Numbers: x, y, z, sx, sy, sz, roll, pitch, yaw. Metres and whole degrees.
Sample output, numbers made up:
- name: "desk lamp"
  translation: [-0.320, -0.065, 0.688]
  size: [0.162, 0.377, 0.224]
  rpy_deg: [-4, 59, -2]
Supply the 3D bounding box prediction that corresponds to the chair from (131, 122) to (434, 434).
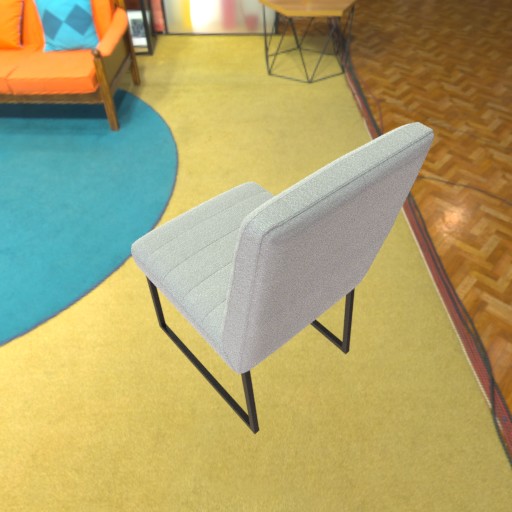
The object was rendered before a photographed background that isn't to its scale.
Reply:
- name: "chair"
  translation: [0.000, 0.000, 1.322]
  size: [0.520, 0.930, 0.634]
  rpy_deg: [-32, 54, -27]
